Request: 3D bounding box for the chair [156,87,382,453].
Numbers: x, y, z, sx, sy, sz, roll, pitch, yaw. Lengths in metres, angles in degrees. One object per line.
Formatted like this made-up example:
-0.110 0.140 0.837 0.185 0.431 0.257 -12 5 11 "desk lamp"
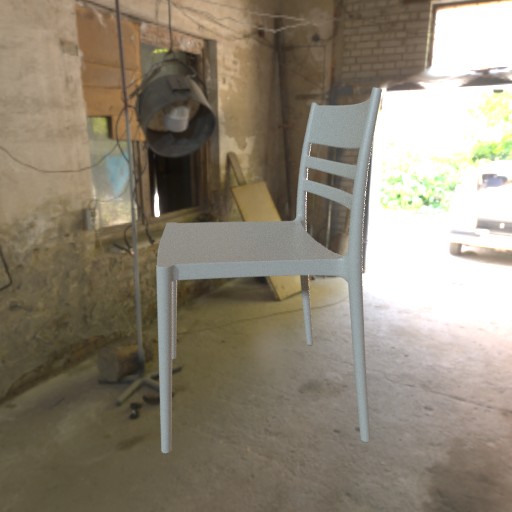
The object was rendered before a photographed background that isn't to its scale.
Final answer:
0.000 0.000 1.172 0.511 0.800 0.531 -2 16 -8 "chair"
